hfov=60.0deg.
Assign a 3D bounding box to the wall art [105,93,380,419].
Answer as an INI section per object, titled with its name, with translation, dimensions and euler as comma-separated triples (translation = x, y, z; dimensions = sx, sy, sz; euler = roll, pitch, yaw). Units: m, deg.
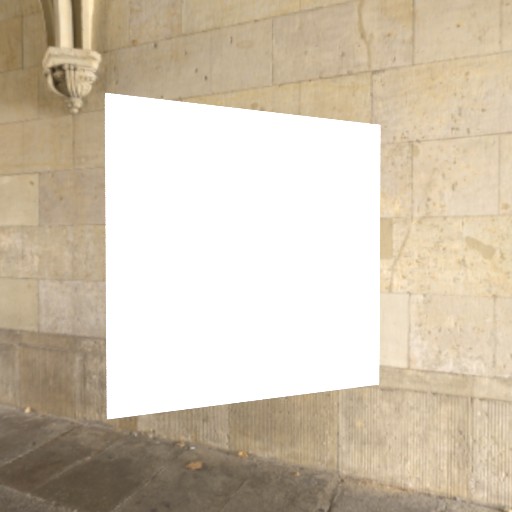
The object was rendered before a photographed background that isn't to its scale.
[wall art]
translation = 0.000, 0.000, 0.872
dimensions = 0.559, 0.559, 0.028
euler = 0, 1, -21
